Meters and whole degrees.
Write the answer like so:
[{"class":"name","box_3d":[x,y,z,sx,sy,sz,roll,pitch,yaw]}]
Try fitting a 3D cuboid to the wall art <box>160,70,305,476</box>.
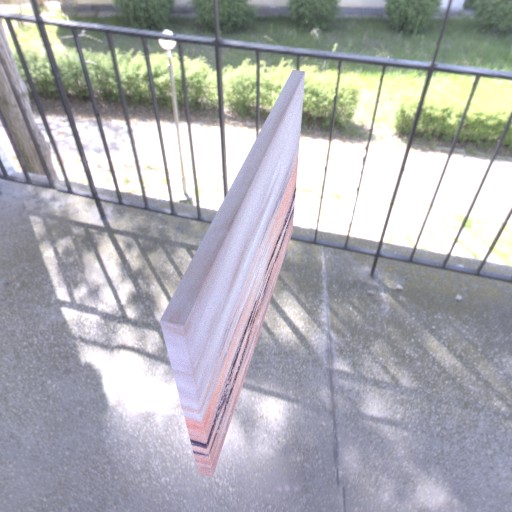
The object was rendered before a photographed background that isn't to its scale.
[{"class":"wall art","box_3d":[0.000,0.000,1.160,0.038,0.609,0.913,11,46,11]}]
